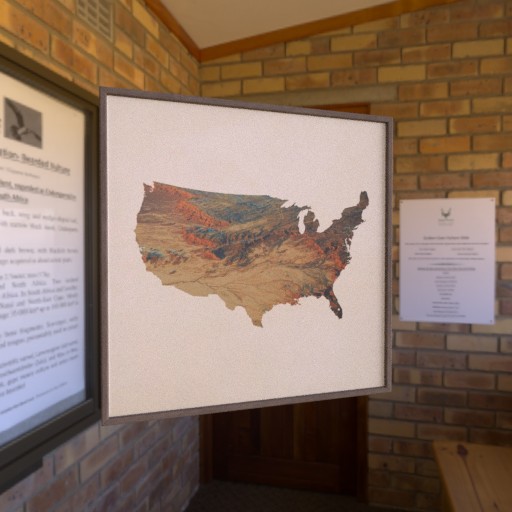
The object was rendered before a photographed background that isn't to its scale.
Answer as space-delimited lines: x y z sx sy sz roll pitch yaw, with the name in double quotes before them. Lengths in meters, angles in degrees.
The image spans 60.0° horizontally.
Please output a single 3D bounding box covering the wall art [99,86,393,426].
"wall art" 0.000 0.000 0.458 0.303 0.302 0.038 0 1 -18
